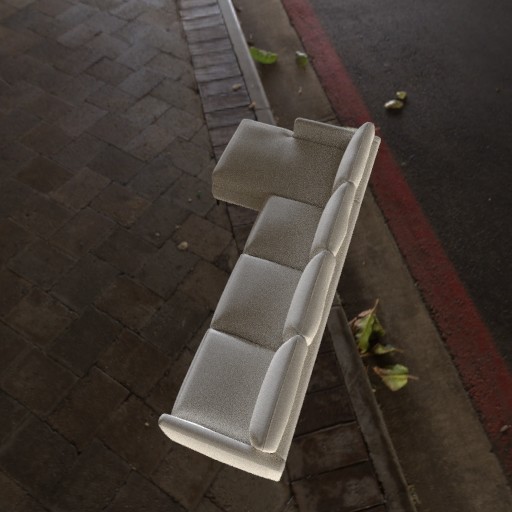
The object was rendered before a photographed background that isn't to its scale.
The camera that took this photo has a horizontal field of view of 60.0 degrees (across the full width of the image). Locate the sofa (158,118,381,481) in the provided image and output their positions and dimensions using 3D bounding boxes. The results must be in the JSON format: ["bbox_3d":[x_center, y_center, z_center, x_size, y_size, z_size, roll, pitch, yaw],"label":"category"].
[{"bbox_3d":[0.000,0.000,3.813,1.467,0.875,3.186,17,59,10],"label":"sofa"}]
